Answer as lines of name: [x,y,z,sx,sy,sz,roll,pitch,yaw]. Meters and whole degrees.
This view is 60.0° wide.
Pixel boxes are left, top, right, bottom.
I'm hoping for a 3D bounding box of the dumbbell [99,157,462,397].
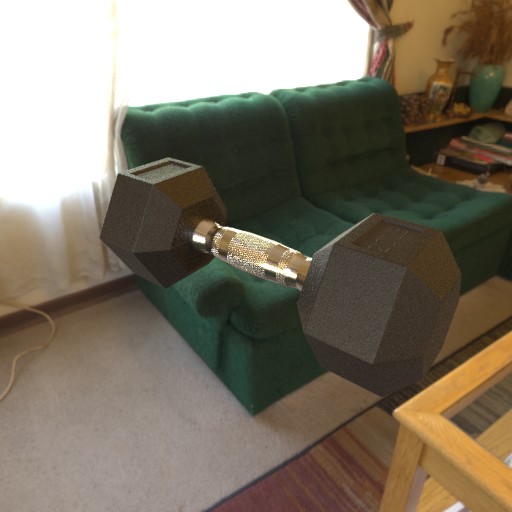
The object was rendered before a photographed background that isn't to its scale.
dumbbell: [0.000,0.000,0.358,0.297,0.101,0.116,21,35,32]
